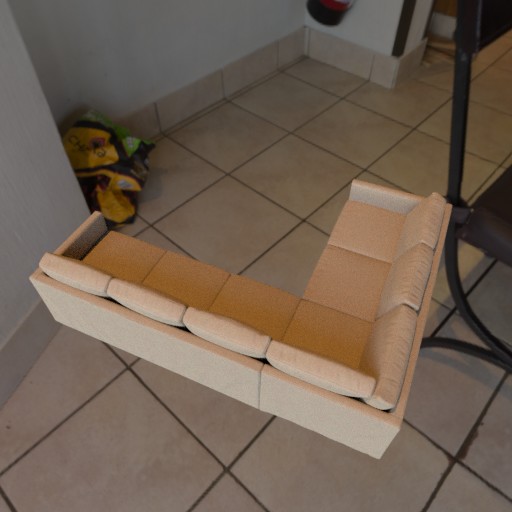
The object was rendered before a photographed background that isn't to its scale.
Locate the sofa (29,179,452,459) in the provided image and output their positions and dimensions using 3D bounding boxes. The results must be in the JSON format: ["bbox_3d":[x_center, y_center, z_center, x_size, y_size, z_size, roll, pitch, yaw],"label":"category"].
[{"bbox_3d":[0.000,0.000,4.258,3.182,0.871,2.432,19,52,15],"label":"sofa"}]
